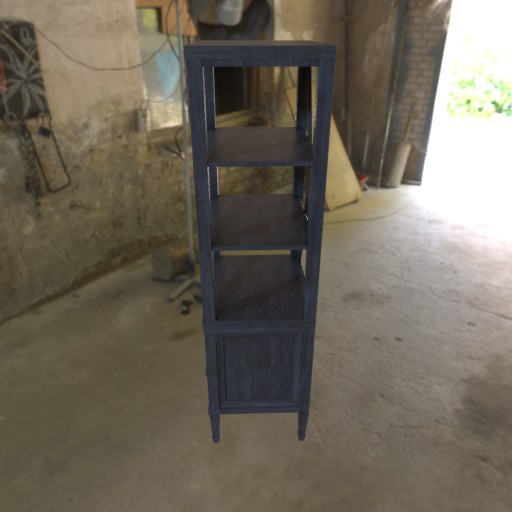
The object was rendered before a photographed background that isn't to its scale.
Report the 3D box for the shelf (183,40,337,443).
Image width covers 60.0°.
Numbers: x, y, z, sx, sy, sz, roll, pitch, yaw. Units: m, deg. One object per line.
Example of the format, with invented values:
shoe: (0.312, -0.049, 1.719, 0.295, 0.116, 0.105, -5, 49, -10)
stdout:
shelf: (0.000, 0.000, 1.990, 0.472, 1.727, 0.584, -1, 27, -2)
